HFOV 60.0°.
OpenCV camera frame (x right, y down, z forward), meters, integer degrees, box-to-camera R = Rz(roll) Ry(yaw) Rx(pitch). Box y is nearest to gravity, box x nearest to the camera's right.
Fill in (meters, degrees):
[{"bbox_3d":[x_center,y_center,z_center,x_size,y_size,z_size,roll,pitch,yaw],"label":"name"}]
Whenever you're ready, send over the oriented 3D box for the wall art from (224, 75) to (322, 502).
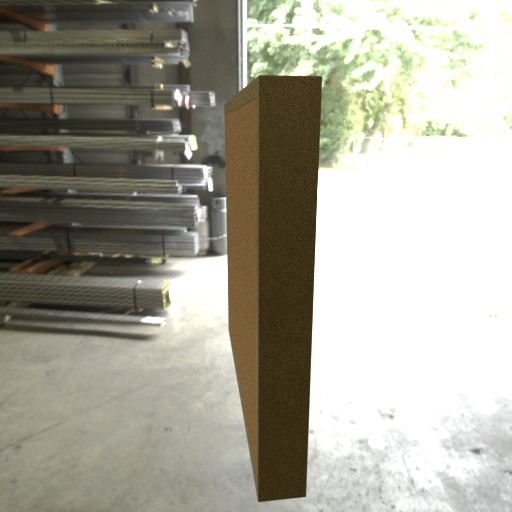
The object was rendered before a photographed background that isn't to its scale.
[{"bbox_3d":[0.000,0.000,0.445,0.038,0.305,0.305,-2,16,-7],"label":"wall art"}]
